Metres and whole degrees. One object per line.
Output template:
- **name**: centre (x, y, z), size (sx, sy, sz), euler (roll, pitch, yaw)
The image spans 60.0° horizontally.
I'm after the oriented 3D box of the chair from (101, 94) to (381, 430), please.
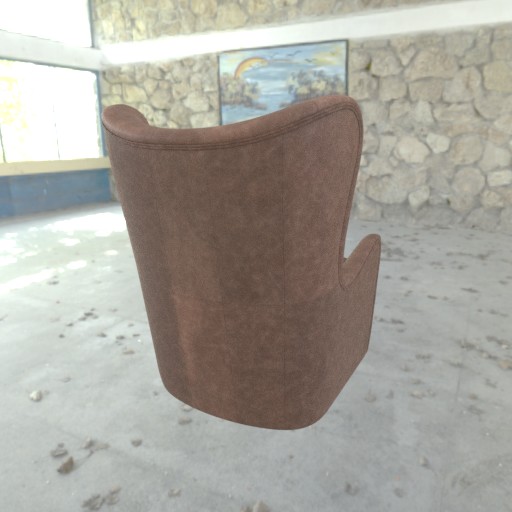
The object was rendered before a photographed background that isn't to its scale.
- **chair**: centre (0.000, 0.000, 1.671), size (0.831, 1.079, 0.930), euler (8, 17, 27)
